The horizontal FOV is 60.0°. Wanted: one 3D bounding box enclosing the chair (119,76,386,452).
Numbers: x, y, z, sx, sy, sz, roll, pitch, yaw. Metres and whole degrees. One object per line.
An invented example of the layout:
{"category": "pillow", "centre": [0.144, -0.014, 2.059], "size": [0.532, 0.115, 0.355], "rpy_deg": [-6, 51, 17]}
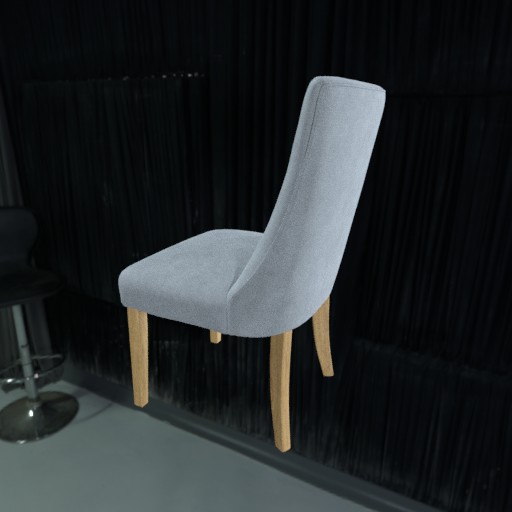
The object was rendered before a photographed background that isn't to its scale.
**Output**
{"category": "chair", "centre": [0.000, 0.000, 1.248], "size": [0.610, 0.902, 0.495], "rpy_deg": [9, 20, 25]}
